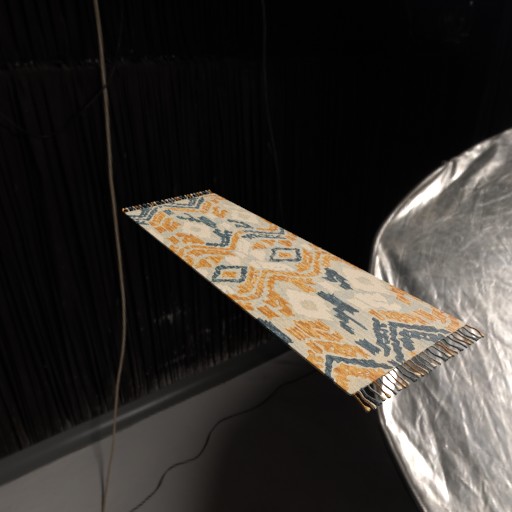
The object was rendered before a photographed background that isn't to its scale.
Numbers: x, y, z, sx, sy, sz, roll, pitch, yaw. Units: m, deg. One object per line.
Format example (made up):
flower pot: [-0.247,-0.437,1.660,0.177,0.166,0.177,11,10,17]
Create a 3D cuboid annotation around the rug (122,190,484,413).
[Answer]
rug: [0.000,0.000,2.638,0.783,0.010,2.437,-18,32,-31]
